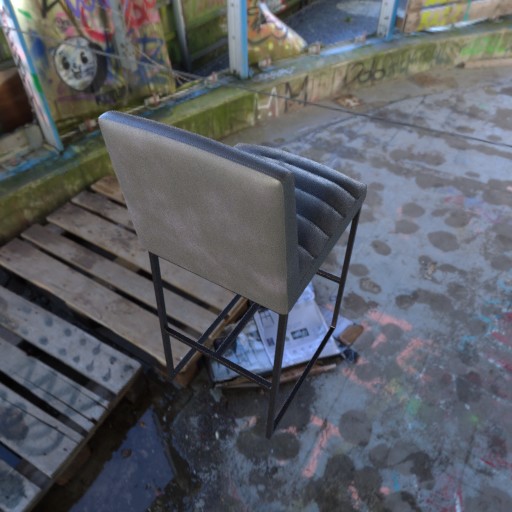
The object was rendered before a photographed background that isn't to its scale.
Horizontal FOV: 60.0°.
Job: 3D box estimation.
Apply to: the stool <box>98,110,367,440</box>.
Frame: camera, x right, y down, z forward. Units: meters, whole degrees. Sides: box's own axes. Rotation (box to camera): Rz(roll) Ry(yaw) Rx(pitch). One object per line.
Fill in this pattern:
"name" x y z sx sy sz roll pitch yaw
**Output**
"stool" 0.000 0.000 1.356 0.463 1.065 0.562 23 50 22
